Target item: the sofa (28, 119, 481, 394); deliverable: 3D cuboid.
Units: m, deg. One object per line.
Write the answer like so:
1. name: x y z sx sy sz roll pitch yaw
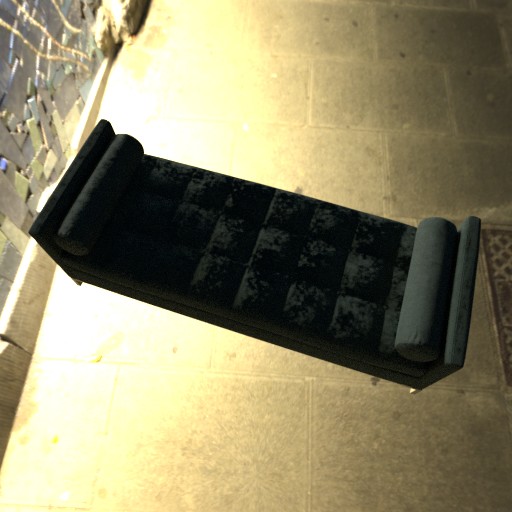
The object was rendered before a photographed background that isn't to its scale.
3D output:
1. sofa: 0.000 0.000 2.433 2.102 0.657 0.797 16 65 8
